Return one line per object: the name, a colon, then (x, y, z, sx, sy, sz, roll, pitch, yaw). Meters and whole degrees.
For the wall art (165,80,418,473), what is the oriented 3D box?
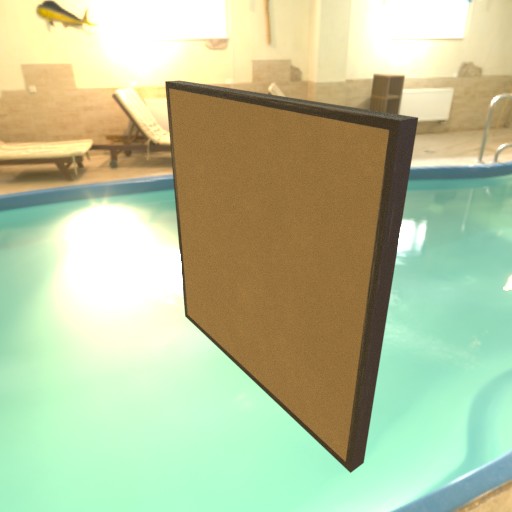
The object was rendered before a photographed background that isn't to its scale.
wall art: (0.000, 0.000, 1.100, 0.043, 0.758, 0.762, -18, 32, -32)
